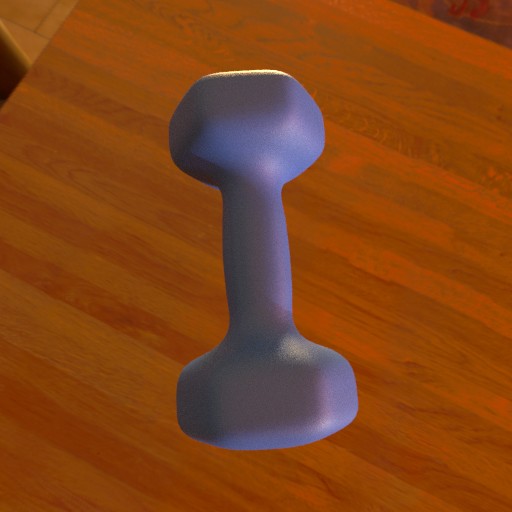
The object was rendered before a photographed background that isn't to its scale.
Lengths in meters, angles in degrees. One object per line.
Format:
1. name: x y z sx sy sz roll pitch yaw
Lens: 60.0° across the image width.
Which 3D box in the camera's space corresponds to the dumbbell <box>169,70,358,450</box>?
1. dumbbell: 0.000 0.000 0.268 0.103 0.093 0.212 -3 76 -1
